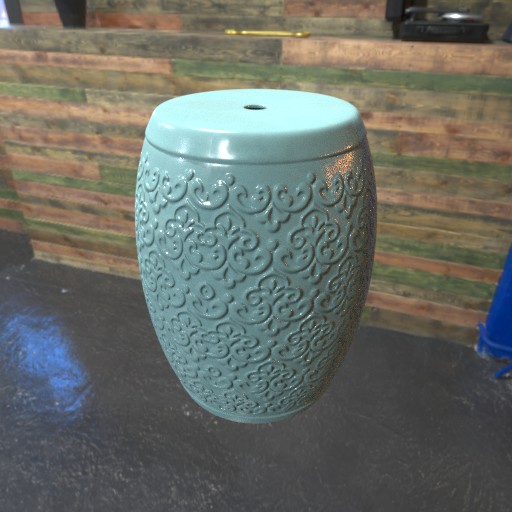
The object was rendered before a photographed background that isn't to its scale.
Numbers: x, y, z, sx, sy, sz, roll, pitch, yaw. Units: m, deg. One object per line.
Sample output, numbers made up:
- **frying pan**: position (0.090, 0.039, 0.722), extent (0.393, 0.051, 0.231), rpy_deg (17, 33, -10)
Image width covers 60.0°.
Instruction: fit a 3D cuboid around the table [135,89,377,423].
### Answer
- **table**: position (0.000, 0.000, 0.604), extent (0.309, 0.397, 0.309), rpy_deg (0, 30, 0)
